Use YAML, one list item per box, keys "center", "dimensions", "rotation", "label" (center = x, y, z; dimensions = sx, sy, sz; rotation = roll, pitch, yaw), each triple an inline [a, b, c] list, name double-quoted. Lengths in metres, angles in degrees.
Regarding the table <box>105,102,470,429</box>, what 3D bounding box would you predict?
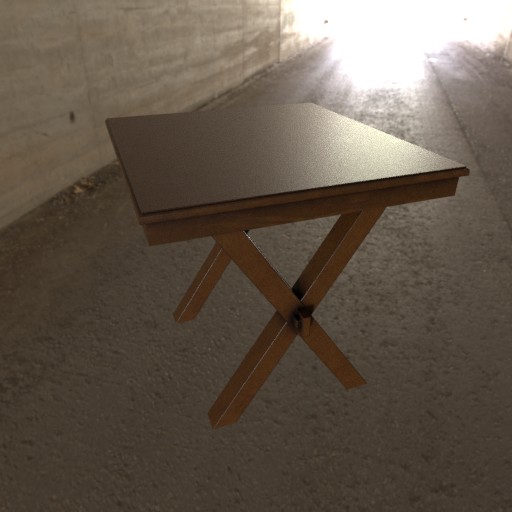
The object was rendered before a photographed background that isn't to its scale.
- center: [0.000, 0.000, 1.057]
  dimensions: [0.560, 0.562, 0.602]
  rotation: [-11, 31, -18]
  label: "table"
